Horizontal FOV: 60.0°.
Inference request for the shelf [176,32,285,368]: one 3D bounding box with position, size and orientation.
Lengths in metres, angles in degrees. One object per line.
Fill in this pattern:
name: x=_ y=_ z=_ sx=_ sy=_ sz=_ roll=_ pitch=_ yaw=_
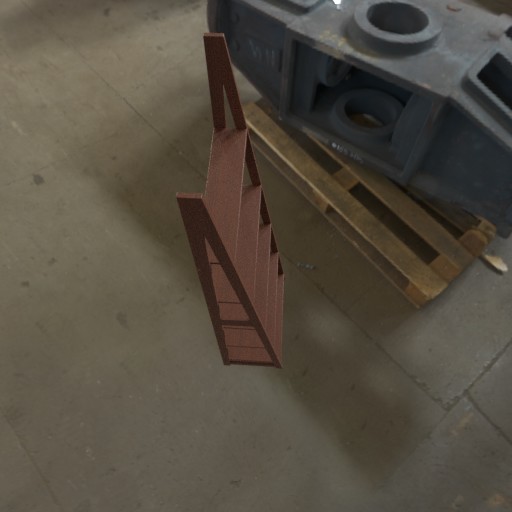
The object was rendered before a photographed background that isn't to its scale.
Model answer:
shelf: x=0.000 y=0.000 z=1.984 sx=0.350 sy=1.770 sz=0.600 roll=3 pitch=63 yaw=1
